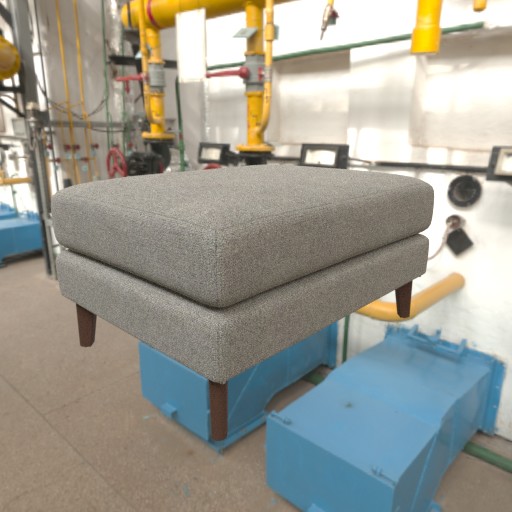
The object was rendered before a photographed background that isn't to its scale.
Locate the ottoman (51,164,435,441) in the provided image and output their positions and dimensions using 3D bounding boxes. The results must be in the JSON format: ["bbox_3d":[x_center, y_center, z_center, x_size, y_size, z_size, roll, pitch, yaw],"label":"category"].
[{"bbox_3d":[0.000,0.000,1.181,0.611,0.441,0.821,15,22,41],"label":"ottoman"}]
